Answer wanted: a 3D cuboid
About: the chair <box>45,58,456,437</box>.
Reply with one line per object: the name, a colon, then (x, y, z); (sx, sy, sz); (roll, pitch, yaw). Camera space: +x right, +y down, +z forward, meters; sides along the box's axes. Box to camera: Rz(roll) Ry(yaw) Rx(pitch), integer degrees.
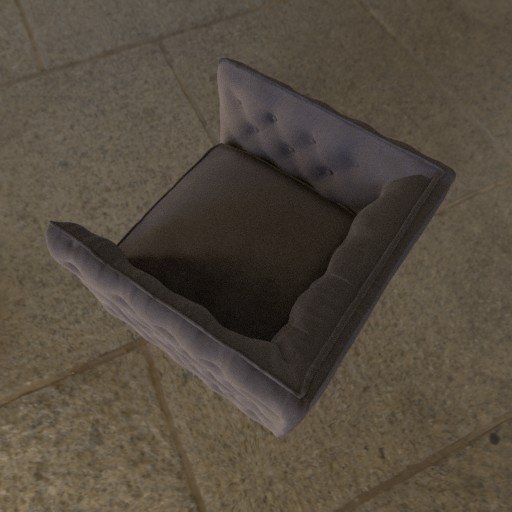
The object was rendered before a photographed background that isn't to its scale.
chair: (0.000, 0.000, 1.638); (0.913, 0.807, 0.946); (33, 68, 15)
